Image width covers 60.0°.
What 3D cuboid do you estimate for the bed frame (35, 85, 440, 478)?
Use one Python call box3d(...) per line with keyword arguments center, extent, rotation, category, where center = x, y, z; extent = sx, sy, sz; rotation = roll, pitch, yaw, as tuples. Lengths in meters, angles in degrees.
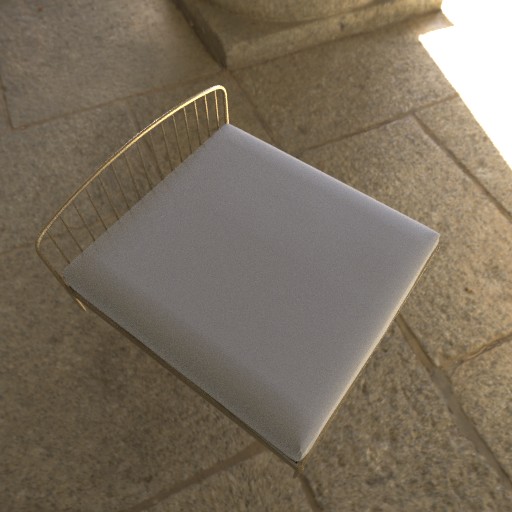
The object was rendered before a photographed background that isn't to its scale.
box3d(center=(0.000, 0.000, 3.306), extent=(2.152, 1.174, 2.016), rotation=(32, 64, 18), category="bed frame")
